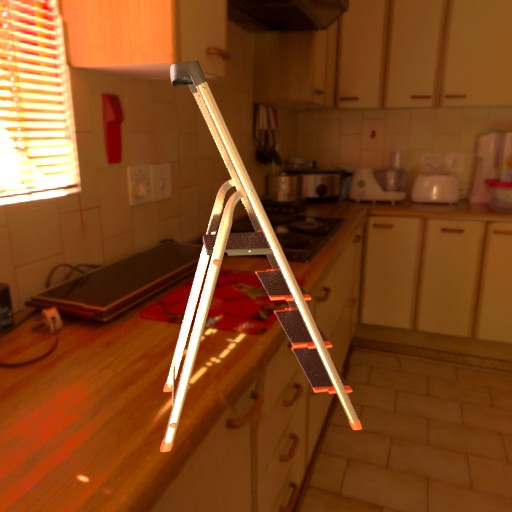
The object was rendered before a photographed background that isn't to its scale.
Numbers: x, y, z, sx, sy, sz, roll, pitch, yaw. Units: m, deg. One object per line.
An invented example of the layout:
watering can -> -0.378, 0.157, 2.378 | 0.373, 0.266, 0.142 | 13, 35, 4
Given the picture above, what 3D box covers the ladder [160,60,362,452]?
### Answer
ladder -> 0.000, 0.000, 1.818 | 0.834, 1.429, 0.452 | -3, 16, -9
